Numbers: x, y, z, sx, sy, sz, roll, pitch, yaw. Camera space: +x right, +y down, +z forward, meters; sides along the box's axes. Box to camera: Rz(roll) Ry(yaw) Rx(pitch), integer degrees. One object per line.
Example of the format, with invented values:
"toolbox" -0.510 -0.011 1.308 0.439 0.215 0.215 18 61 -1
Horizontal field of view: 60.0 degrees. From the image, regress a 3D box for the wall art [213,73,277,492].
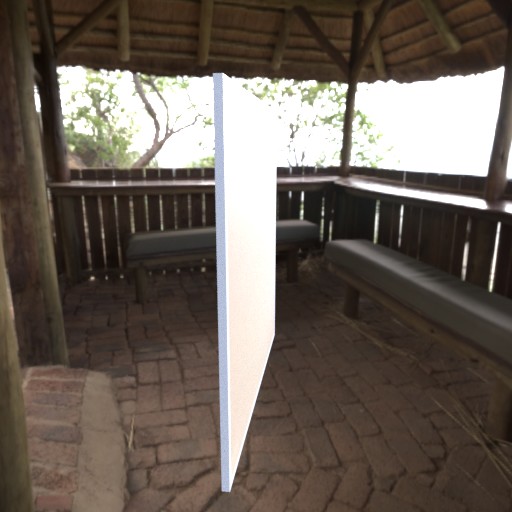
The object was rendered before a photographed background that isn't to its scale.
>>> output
"wall art" 0.000 0.000 0.833 0.012 0.557 0.557 2 14 9
